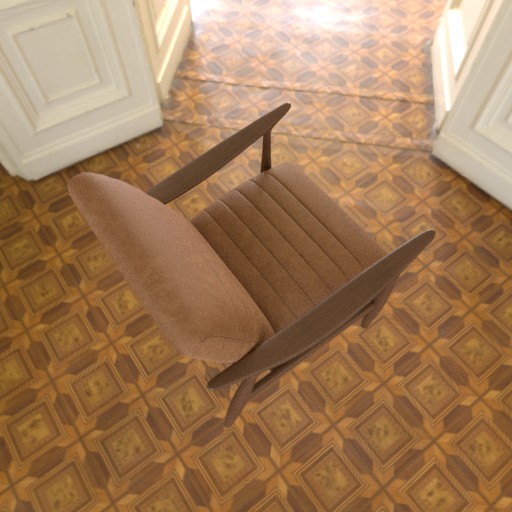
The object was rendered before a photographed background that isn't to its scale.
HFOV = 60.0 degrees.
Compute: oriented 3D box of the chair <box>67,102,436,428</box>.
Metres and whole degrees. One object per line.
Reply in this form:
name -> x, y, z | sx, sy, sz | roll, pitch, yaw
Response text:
chair -> 0.000, 0.000, 1.457 | 0.798, 0.832, 0.741 | -33, 65, -17
